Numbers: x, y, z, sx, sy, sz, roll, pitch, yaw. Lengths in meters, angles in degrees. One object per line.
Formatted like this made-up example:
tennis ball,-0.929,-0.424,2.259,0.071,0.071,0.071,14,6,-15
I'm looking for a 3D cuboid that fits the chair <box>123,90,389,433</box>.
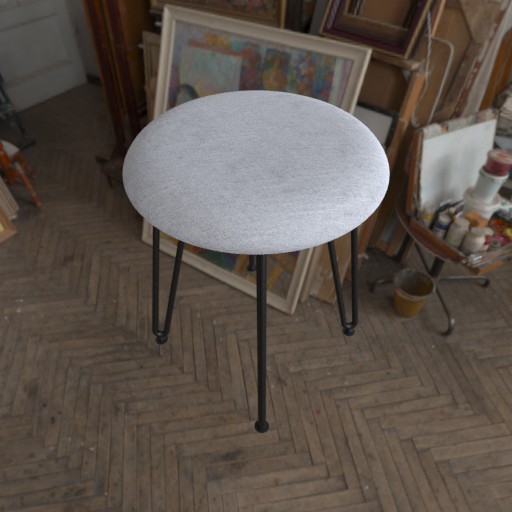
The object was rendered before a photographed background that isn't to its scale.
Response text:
chair,0.000,0.000,0.636,0.350,0.386,0.350,-2,44,-2
